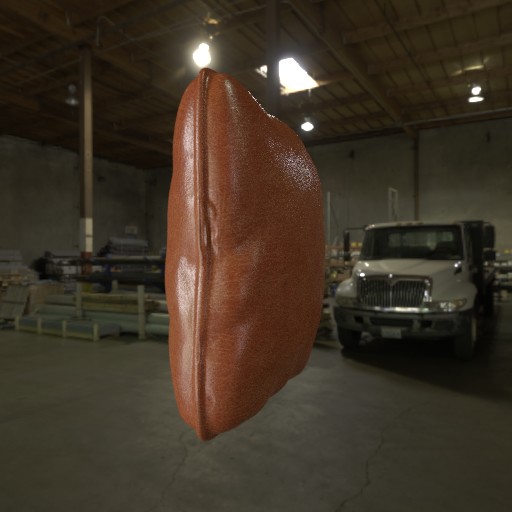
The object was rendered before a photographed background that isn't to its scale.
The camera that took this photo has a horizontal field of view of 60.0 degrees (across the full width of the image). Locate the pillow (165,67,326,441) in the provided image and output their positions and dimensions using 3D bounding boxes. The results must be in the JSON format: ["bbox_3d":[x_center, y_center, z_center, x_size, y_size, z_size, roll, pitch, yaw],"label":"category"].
[{"bbox_3d":[0.000,0.000,0.830,0.236,0.523,0.532,0,0,18],"label":"pillow"}]
